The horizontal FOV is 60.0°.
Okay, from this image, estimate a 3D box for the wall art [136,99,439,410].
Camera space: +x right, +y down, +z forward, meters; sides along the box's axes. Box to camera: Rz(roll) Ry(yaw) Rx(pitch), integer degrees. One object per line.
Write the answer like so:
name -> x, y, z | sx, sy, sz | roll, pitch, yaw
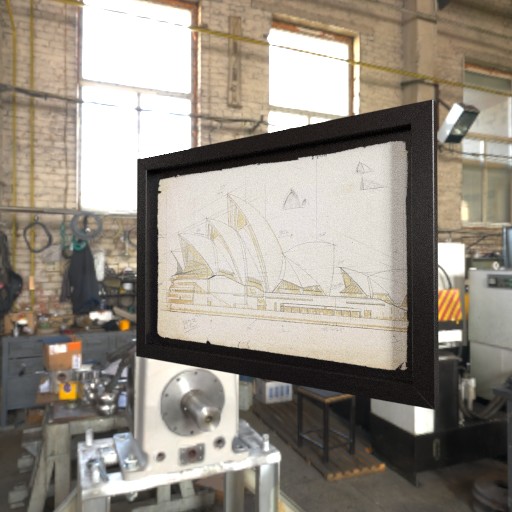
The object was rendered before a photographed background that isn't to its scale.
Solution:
wall art -> 0.000, 0.000, 0.851 | 0.657, 0.458, 0.027 | -1, -1, 35
